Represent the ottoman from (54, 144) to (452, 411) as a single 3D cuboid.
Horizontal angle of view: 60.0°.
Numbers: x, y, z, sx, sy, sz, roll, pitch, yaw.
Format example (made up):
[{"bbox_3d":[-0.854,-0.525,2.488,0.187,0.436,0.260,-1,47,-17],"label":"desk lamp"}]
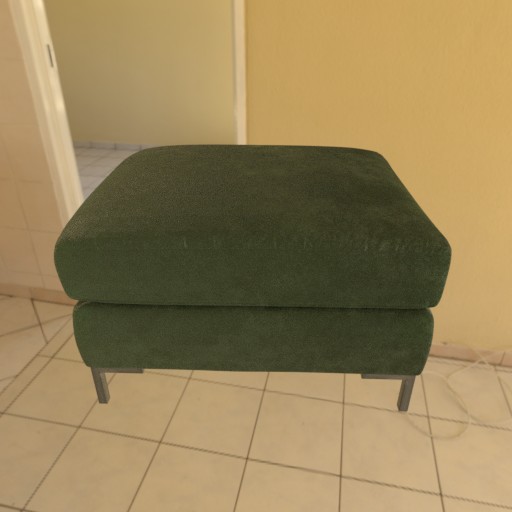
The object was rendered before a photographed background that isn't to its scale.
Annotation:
[{"bbox_3d":[0.000,0.000,1.302,0.839,0.538,0.701,1,29,2],"label":"ottoman"}]
